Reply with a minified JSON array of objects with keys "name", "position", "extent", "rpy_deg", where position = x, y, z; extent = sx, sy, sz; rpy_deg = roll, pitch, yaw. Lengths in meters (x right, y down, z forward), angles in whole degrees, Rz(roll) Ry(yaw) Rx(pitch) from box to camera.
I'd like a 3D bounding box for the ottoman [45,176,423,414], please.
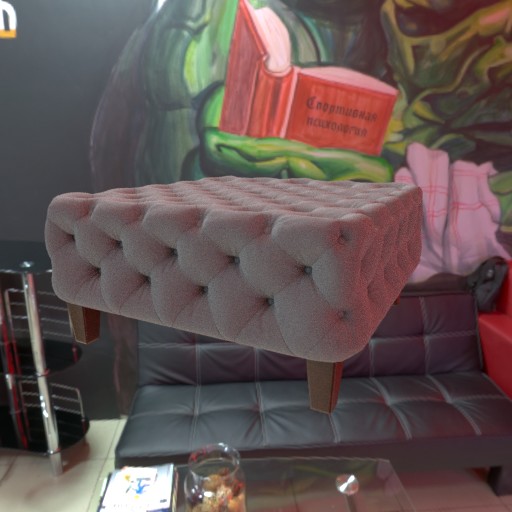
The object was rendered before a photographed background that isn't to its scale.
[{"name":"ottoman","position":[0.000,0.000,1.422],"extent":[0.911,0.439,0.917],"rpy_deg":[7,16,27]}]
